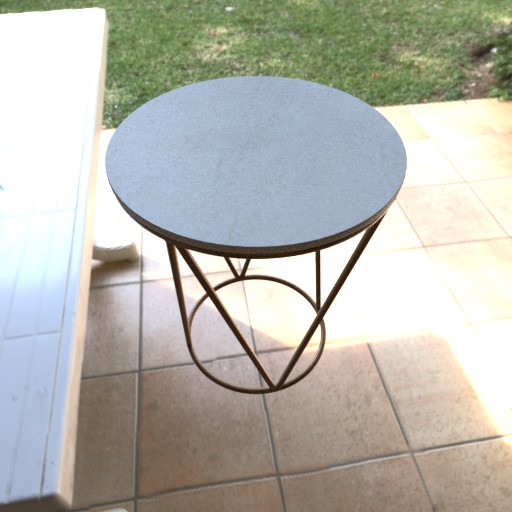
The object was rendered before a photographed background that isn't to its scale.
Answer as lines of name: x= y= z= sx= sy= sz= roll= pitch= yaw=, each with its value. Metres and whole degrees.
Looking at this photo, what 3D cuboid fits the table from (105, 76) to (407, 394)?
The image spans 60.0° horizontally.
table: x=0.000 y=0.000 z=0.957 sx=0.500 sy=0.564 sz=0.500 roll=0 pitch=47 yaw=0
